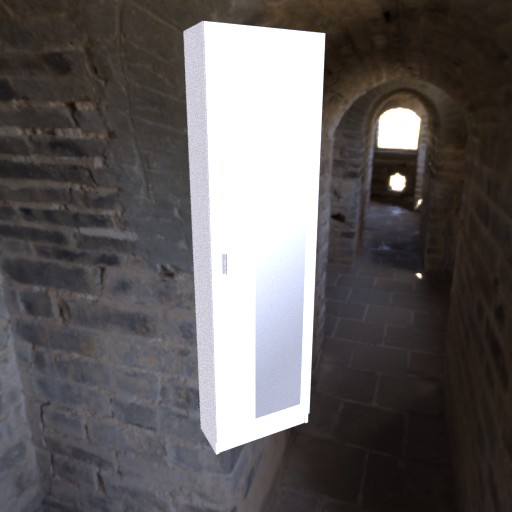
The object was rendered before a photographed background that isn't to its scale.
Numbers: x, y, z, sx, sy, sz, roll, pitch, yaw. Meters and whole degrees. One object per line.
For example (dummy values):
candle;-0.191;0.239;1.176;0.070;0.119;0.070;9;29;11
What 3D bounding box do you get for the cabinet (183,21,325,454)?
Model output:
cabinet;0.000;0.000;1.956;0.500;1.790;0.230;-9;19;-26
